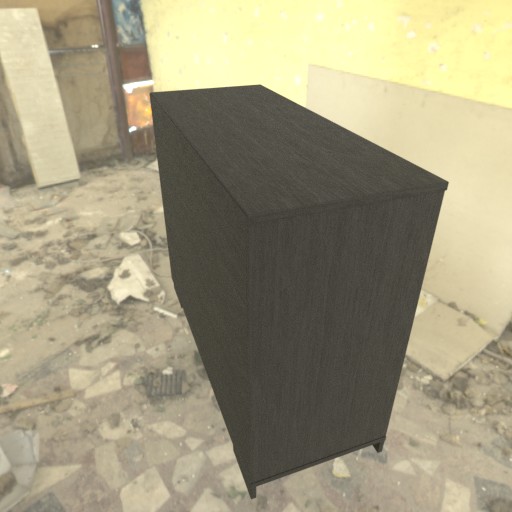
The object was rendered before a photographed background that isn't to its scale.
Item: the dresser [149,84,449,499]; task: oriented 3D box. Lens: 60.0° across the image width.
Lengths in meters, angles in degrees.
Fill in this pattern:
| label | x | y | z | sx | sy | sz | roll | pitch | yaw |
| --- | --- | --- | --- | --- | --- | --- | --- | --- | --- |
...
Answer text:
| label | x | y | z | sx | sy | sz | roll | pitch | yaw |
| --- | --- | --- | --- | --- | --- | --- | --- | --- | --- |
| dresser | 0.000 | 0.000 | 1.381 | 0.404 | 0.816 | 0.994 | -11 | 33 | -17 |
